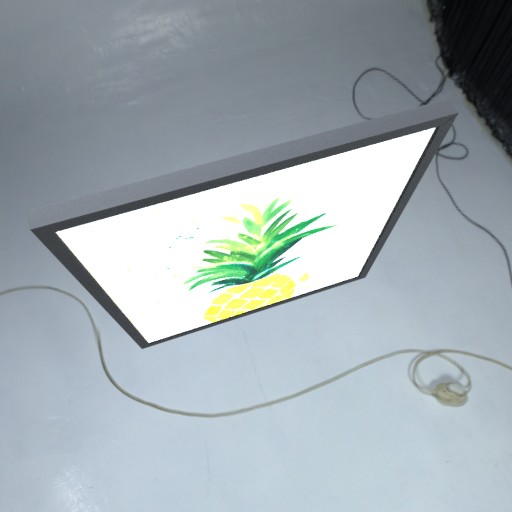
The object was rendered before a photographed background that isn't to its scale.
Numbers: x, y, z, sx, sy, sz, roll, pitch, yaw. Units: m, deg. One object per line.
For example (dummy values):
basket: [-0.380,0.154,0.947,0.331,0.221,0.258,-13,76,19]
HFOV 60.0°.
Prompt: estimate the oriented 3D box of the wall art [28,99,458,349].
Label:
wall art: [0.000,0.000,1.099,0.762,0.760,0.037,-17,65,-8]
